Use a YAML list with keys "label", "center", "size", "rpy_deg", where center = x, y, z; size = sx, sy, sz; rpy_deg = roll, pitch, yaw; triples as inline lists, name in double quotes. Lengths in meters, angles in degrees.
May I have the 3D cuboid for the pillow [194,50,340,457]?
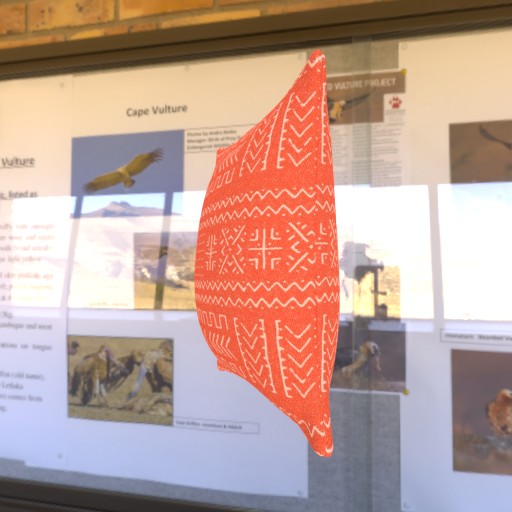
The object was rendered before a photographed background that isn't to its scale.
- label: "pillow"
  center: [0.000, 0.000, 0.654]
  size: [0.164, 0.429, 0.438]
  rpy_deg: [1, -2, -19]
